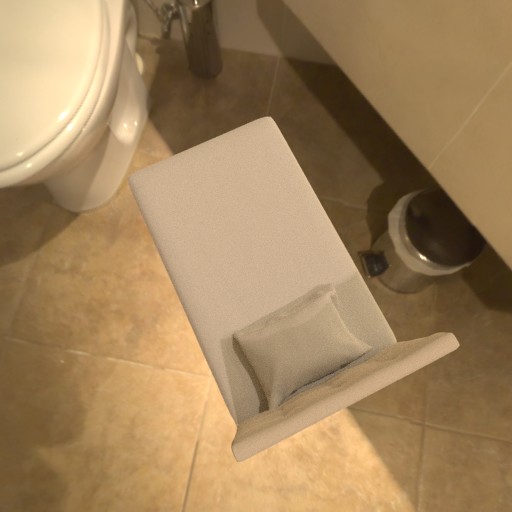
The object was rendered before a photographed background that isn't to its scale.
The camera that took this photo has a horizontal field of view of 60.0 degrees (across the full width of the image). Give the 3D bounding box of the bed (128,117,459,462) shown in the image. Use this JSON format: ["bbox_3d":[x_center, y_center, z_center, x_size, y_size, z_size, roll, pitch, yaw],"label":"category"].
[{"bbox_3d":[0.000,0.000,2.938,1.261,1.571,1.997,-25,76,-7],"label":"bed"}]
